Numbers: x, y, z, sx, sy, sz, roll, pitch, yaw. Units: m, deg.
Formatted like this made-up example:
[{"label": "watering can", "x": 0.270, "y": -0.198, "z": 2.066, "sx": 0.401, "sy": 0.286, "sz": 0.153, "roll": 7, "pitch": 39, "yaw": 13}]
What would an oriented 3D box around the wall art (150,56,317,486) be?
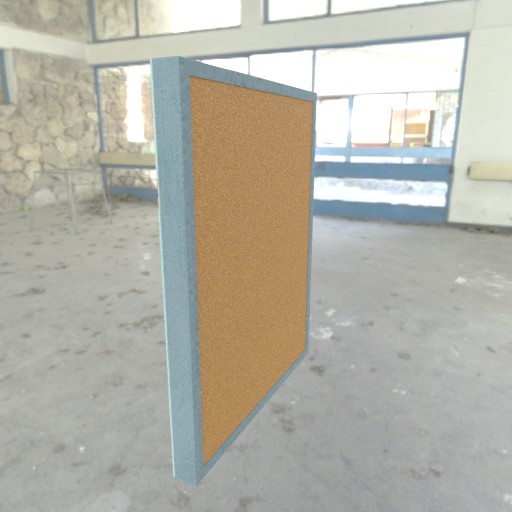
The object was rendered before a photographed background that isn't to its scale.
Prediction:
[{"label": "wall art", "x": 0.000, "y": 0.000, "z": 0.686, "sx": 0.037, "sy": 0.509, "sz": 0.409, "roll": 7, "pitch": 16, "yaw": 26}]
